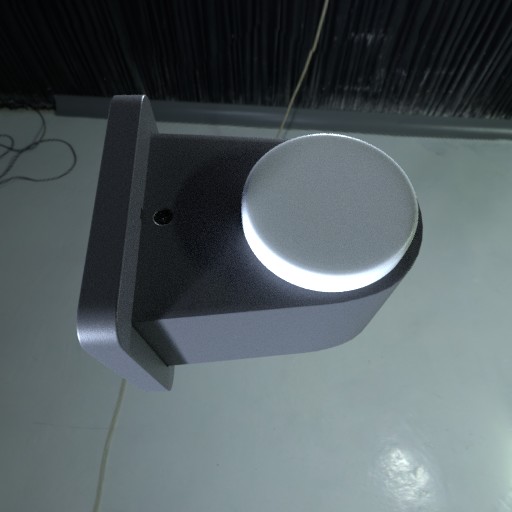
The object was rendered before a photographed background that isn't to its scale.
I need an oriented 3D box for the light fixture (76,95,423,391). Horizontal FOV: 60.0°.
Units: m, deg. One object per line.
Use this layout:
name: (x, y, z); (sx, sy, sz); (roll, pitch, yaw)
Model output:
light fixture: (0.000, 0.000, 0.209); (0.132, 0.109, 0.109); (-1, 64, -1)
